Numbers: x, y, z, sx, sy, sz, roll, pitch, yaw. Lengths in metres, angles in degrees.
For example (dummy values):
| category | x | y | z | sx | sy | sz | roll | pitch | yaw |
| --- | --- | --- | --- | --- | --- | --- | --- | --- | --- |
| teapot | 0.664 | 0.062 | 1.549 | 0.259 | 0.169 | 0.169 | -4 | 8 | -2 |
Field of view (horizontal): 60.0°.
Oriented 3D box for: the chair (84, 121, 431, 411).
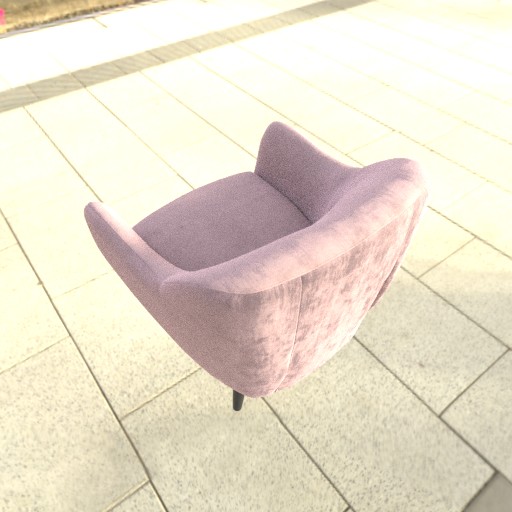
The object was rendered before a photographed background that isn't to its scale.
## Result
| category | x | y | z | sx | sy | sz | roll | pitch | yaw |
| --- | --- | --- | --- | --- | --- | --- | --- | --- | --- |
| chair | 0.000 | 0.000 | 1.511 | 0.840 | 0.820 | 0.820 | -31 | 54 | -26 |
